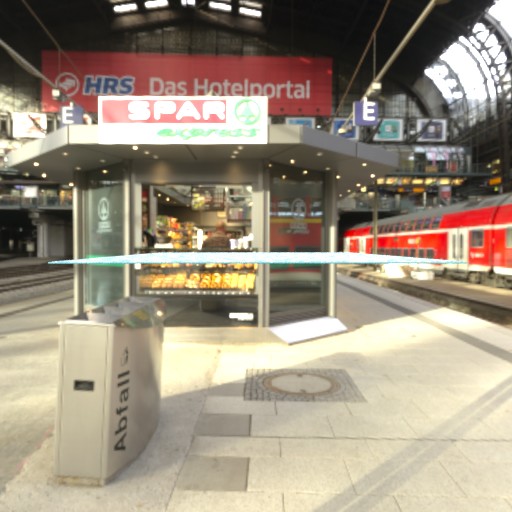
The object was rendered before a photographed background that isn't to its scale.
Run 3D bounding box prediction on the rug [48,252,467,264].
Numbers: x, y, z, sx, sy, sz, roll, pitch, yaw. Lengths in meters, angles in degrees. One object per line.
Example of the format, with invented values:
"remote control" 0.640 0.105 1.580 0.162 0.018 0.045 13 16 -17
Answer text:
"rug" 0.000 0.000 3.982 2.363 0.012 2.980 0 1 -1
